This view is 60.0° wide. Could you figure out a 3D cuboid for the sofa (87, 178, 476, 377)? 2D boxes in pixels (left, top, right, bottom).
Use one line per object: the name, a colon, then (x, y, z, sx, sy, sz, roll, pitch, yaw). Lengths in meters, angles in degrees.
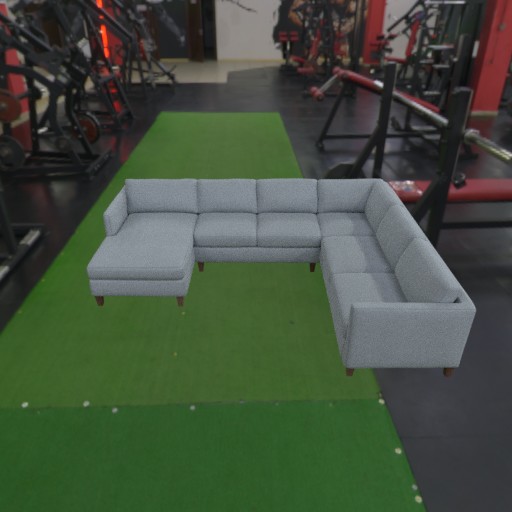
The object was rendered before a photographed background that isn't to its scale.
sofa: (0.000, 0.000, 4.408, 3.238, 0.853, 2.551, 0, 30, 0)
